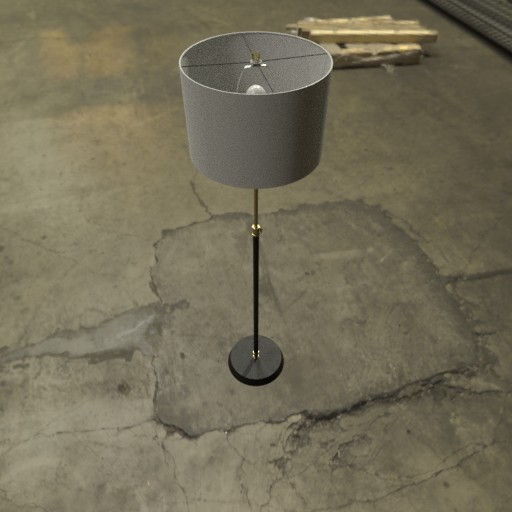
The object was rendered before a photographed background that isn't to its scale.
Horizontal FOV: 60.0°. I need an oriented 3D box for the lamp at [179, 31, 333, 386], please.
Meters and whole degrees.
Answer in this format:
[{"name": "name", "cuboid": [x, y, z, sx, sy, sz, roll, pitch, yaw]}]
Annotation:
[{"name": "lamp", "cuboid": [0.000, 0.000, 1.699, 0.404, 1.517, 0.404, -9, 46, -9]}]
